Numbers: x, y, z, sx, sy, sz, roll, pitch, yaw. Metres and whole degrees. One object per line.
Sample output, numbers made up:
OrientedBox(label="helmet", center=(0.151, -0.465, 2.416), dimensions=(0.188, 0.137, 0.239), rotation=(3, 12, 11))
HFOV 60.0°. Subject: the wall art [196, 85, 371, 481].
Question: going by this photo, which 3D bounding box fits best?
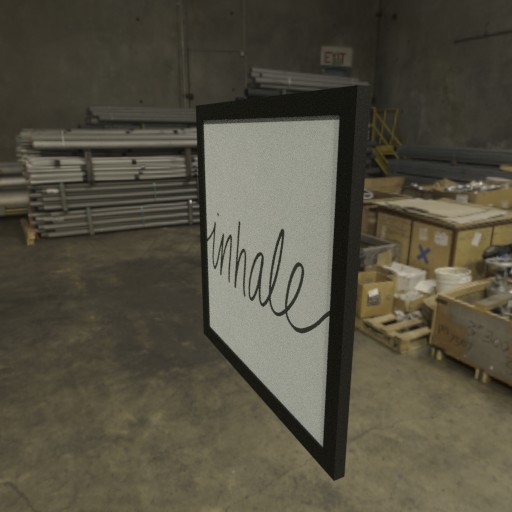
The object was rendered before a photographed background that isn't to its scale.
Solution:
OrientedBox(label="wall art", center=(0.000, 0.000, 0.530), dimensions=(0.013, 0.356, 0.356), rotation=(-8, 18, -26))
